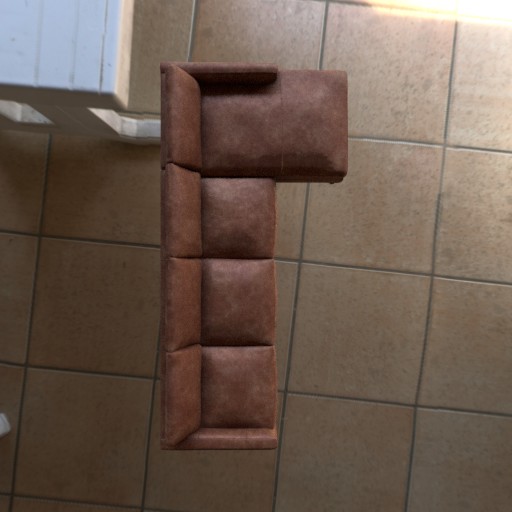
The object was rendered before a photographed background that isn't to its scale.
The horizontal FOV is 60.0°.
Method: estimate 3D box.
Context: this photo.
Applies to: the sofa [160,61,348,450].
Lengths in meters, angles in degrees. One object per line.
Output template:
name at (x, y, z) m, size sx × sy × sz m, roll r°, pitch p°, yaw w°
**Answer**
sofa at (0.000, 0.000, 3.598) m, size 1.471 × 0.859 × 2.993 m, roll 0°, pitch 90°, yaw 0°
